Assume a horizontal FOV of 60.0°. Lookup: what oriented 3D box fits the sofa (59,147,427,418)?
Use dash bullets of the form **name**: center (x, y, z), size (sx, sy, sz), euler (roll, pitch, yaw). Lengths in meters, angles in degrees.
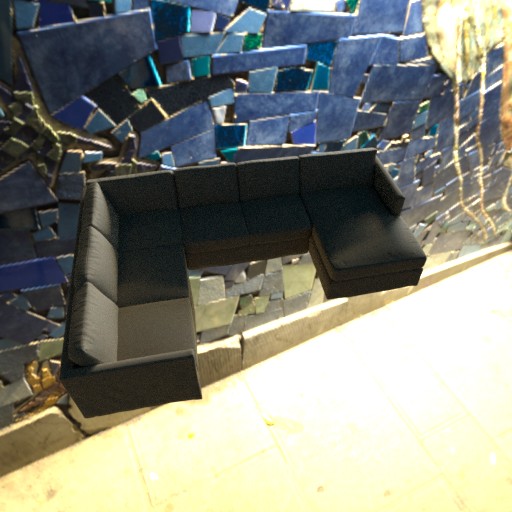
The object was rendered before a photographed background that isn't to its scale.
- **sofa**: center (0.000, 0.000, 4.506), size (3.460, 0.882, 2.427), euler (-8, 47, -8)
